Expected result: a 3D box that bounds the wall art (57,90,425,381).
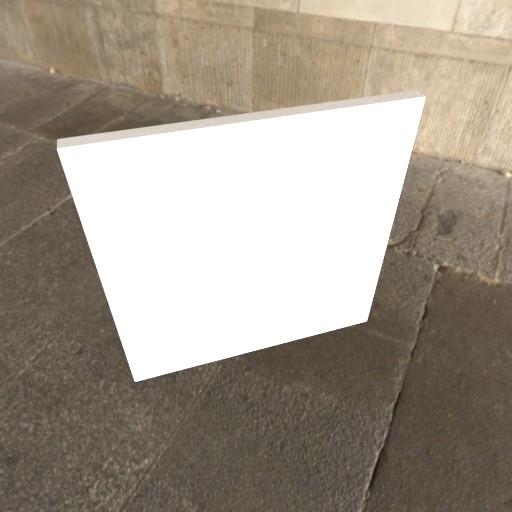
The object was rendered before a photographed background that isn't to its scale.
[{"bbox_3d":[0.000,0.000,1.150,0.762,0.762,0.040,-12,44,-13],"label":"wall art"}]
